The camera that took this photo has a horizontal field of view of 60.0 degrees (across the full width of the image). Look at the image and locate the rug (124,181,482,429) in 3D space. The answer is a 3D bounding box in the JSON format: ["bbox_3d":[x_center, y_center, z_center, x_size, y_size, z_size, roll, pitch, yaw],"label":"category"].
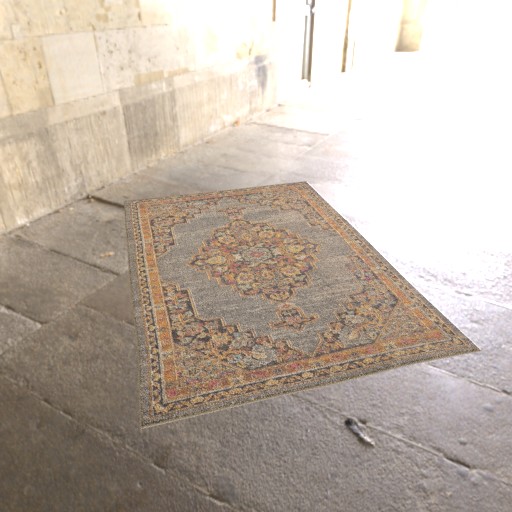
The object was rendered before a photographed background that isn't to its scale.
[{"bbox_3d":[0.000,0.000,3.859,2.158,0.024,3.063,-8,32,-14],"label":"rug"}]
